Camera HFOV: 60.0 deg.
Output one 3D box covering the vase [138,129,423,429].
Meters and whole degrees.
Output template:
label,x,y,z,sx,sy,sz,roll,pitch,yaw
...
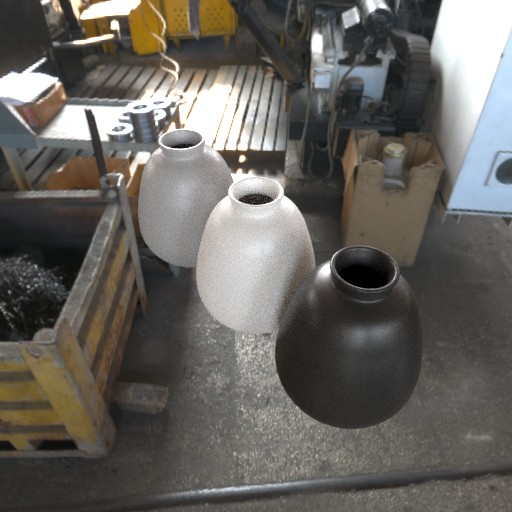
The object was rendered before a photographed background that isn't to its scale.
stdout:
label,x,y,z,sx,sy,sz,roll,pitch,yaw
vase,0.000,0.000,0.351,0.097,0.122,0.297,-27,48,-28
